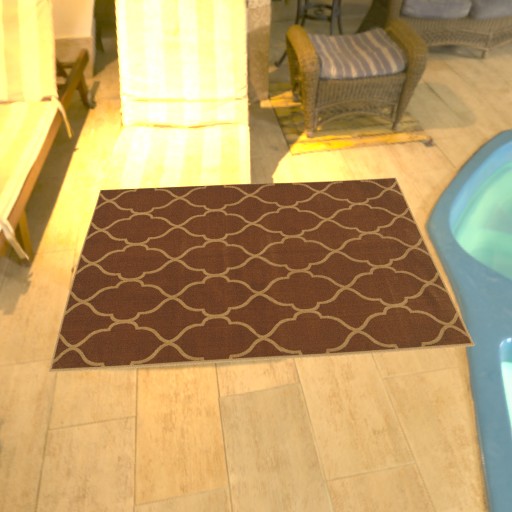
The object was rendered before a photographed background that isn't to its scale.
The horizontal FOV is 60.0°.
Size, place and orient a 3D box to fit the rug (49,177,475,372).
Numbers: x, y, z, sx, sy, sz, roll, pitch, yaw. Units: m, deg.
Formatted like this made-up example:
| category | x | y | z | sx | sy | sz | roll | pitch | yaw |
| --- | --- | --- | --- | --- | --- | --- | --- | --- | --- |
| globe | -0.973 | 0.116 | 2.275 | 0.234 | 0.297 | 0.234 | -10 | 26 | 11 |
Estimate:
| category | x | y | z | sx | sy | sz | roll | pitch | yaw |
| --- | --- | --- | --- | --- | --- | --- | --- | --- | --- |
| rug | 0.000 | 0.000 | 2.880 | 2.290 | 0.014 | 1.526 | -3 | 47 | -3 |
